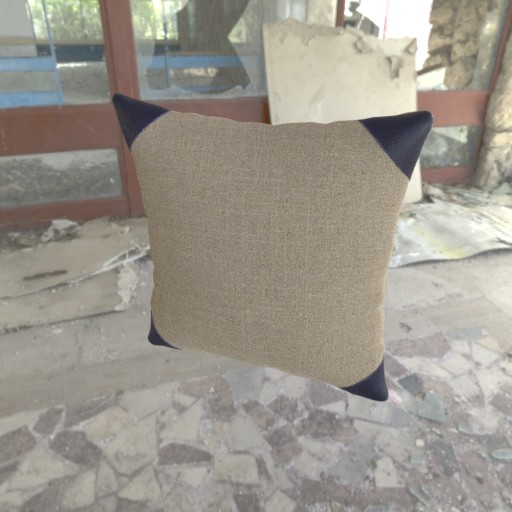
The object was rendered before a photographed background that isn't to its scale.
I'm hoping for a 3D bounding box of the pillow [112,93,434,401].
[{"bbox_3d":[0.000,0.000,0.663,0.440,0.441,0.147,9,28,17],"label":"pillow"}]
